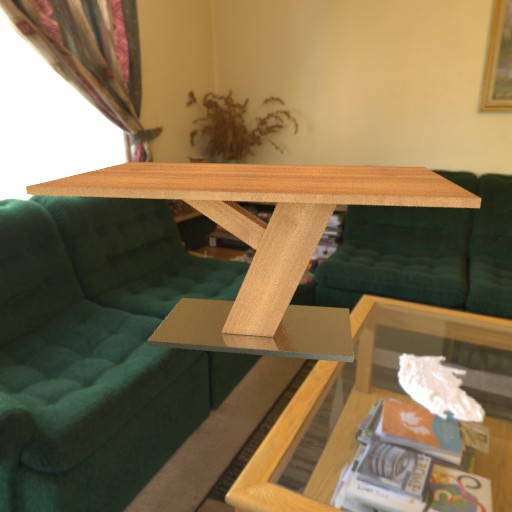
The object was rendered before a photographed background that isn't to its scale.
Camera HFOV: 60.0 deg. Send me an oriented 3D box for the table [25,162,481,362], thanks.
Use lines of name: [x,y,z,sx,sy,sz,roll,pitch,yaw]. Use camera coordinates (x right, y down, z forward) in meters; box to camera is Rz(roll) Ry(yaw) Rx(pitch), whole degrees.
table: [0.000,0.000,2.072,1.600,0.750,0.900,3,18,9]
